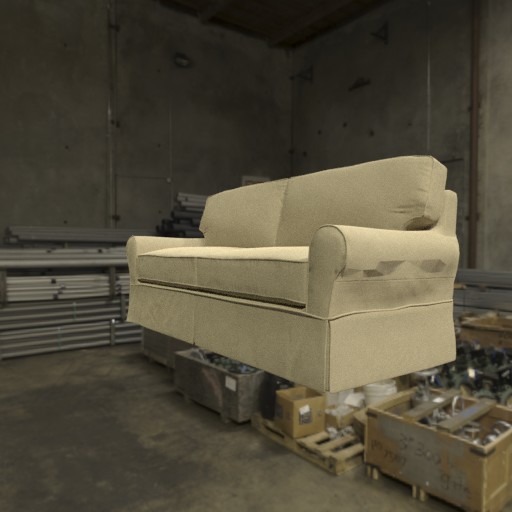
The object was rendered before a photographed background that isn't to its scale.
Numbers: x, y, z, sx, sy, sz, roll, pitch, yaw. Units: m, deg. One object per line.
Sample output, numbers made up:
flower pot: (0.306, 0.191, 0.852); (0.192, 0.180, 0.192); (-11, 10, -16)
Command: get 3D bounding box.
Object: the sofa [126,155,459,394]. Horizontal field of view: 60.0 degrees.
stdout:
sofa: (0.000, 0.000, 2.741); (0.900, 1.014, 2.246); (-1, 1, -36)
